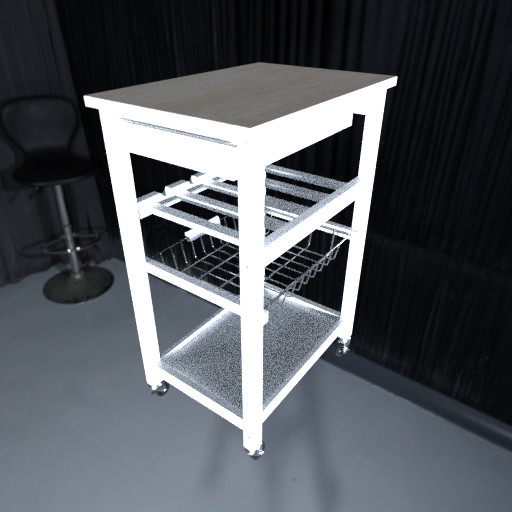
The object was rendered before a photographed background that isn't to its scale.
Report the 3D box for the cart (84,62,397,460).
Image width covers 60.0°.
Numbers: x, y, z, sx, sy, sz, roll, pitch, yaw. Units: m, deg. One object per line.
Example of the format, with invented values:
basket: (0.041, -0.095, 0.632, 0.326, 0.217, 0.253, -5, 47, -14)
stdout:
cart: (0.000, 0.000, 1.173, 0.406, 0.857, 0.578, 21, 37, 31)
